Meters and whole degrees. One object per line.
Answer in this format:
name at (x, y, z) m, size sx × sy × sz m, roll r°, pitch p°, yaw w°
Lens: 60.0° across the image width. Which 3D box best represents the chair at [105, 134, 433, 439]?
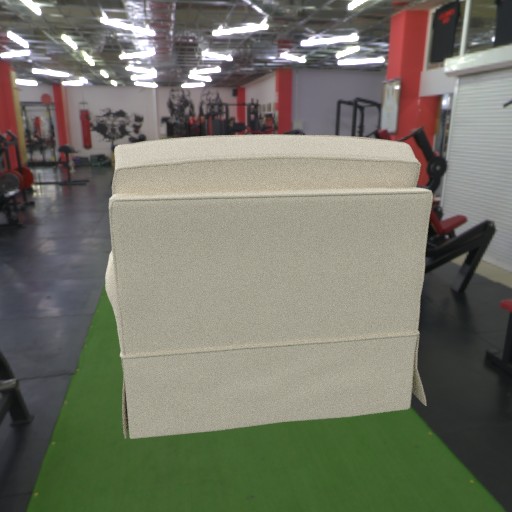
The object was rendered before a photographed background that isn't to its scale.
chair at (0.000, 0.000, 1.799) m, size 1.099 × 0.958 × 0.904 m, roll -3°, pitch 16°, yaw -9°
